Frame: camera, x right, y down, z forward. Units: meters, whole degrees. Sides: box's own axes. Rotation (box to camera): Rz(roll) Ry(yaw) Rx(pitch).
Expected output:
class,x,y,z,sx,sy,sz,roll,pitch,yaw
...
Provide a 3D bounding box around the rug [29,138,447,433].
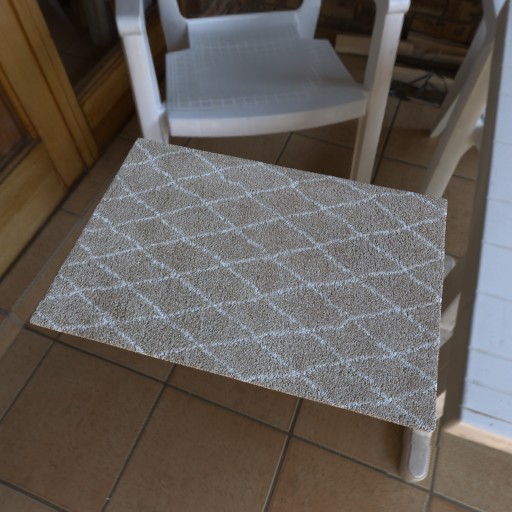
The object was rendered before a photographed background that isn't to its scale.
class,x,y,z,sx,sy,sz,roll,pitch,yaw
rug,0.000,0.000,2.171,1.778,0.030,1.219,13,58,8
